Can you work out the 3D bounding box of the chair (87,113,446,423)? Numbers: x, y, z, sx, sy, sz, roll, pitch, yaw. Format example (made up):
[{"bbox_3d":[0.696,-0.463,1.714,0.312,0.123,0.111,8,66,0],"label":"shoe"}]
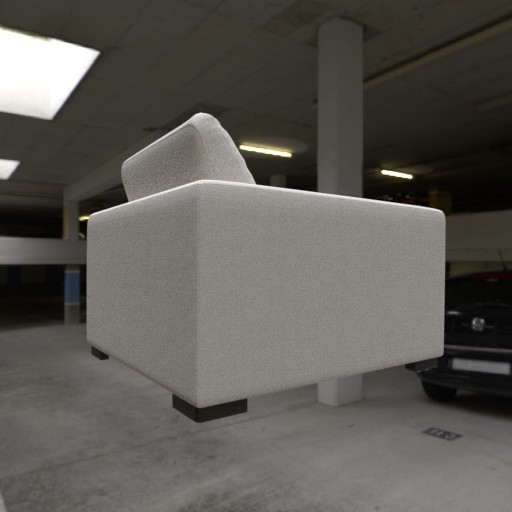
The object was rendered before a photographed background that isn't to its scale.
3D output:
[{"bbox_3d":[0.000,0.000,1.849,1.100,0.876,1.070,0,-1,-35],"label":"chair"}]
